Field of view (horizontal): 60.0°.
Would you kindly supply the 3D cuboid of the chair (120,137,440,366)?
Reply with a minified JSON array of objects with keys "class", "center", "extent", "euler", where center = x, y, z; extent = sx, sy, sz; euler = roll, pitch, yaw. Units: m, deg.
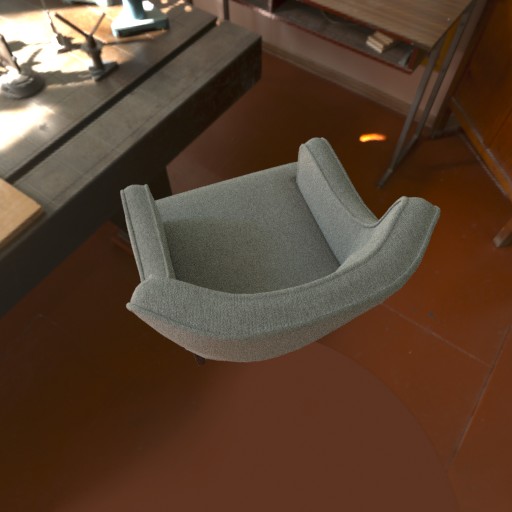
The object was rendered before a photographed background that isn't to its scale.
[{"class":"chair","center":[0.000,0.000,1.564],"extent":[0.820,0.920,0.910],"euler":[-17,60,-10]}]
